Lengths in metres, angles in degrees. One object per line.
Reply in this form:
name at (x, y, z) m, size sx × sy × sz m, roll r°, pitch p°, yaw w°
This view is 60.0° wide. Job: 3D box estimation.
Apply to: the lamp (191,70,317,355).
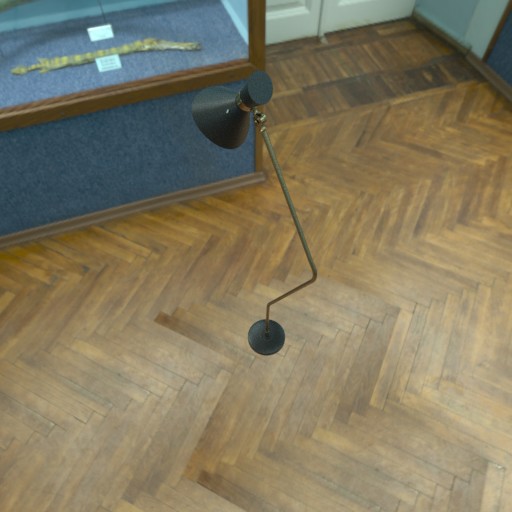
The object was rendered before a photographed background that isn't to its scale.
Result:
lamp at (0.000, 0.000, 1.630) m, size 0.277 × 1.438 × 0.467 m, roll -14°, pitch 58°, yaw -9°
